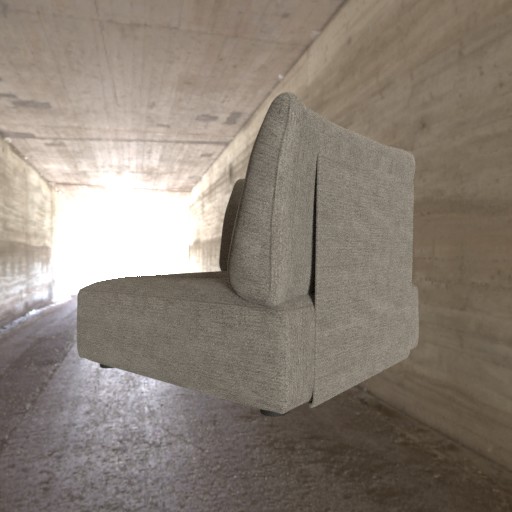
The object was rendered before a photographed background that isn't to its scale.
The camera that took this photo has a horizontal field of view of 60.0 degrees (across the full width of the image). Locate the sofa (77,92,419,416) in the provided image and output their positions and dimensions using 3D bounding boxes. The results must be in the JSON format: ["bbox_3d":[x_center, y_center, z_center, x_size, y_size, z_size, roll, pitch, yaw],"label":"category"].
[{"bbox_3d":[0.000,0.000,1.735,1.000,0.820,1.000,1,1,38],"label":"sofa"}]
